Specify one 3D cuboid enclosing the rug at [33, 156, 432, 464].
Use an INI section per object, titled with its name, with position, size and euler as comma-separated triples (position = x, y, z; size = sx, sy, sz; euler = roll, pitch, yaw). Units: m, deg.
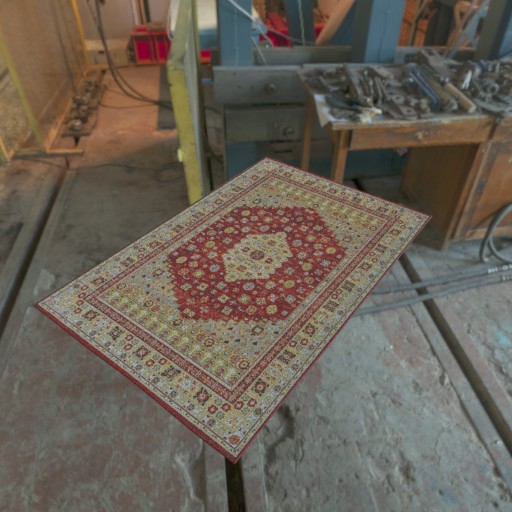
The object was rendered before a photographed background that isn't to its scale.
[rug]
position = 0.000, 0.000, 2.301
size = 1.194, 0.013, 1.802
euler = 26, 47, 28
